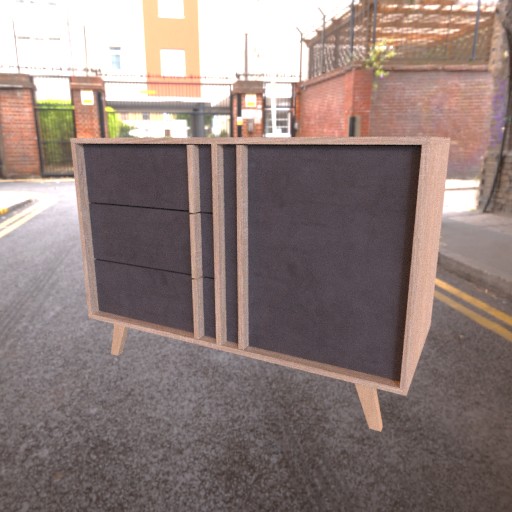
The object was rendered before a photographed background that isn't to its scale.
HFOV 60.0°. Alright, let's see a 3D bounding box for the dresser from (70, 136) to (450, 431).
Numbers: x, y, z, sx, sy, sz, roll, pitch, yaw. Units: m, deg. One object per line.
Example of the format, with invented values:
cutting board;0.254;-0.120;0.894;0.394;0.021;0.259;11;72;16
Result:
dresser;0.000;0.000;1.515;1.110;0.780;0.500;7;16;26
